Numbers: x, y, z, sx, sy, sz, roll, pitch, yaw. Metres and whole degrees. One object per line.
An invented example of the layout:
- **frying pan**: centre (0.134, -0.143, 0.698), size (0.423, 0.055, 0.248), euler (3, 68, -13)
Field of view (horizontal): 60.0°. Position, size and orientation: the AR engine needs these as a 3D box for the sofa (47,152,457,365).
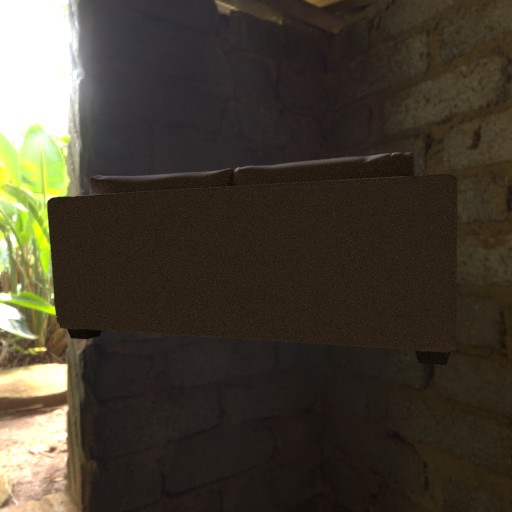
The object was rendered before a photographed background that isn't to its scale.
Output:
- **sofa**: centre (0.000, 0.000, 2.474), size (1.967, 0.901, 1.030), euler (0, -1, 19)
